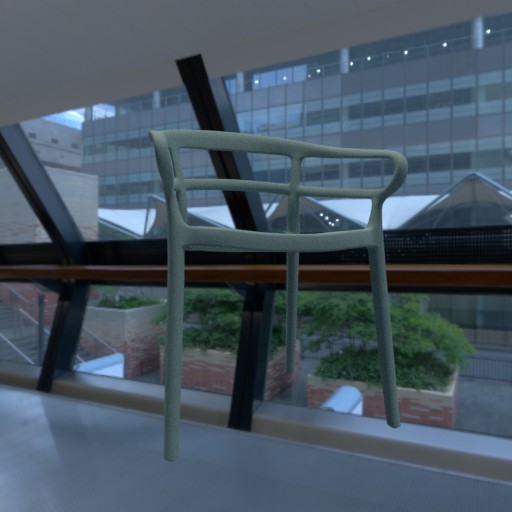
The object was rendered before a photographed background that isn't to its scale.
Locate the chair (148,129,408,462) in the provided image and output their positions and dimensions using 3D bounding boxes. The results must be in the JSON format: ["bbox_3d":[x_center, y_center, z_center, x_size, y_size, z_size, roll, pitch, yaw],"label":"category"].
[{"bbox_3d":[0.000,0.000,1.132,0.559,0.761,0.527,0,1,-18],"label":"chair"}]
